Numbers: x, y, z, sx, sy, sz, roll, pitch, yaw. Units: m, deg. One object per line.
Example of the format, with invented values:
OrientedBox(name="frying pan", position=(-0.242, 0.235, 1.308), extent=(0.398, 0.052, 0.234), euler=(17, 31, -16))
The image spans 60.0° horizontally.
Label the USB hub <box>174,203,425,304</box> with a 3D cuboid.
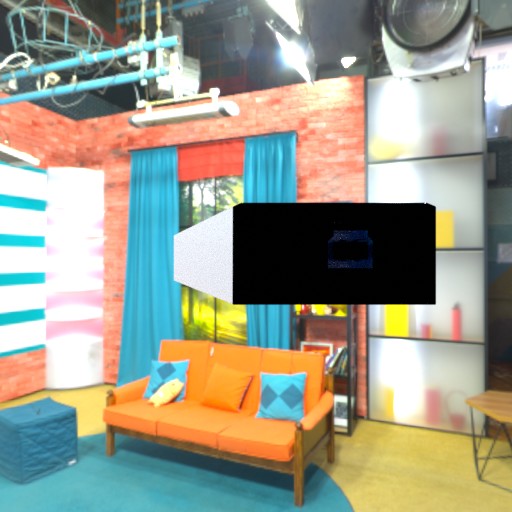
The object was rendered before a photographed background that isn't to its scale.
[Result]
OrientedBox(name="USB hub", position=(0.000, 0.000, 0.160), extent=(0.044, 0.023, 0.145), euler=(0, -1, -17))
